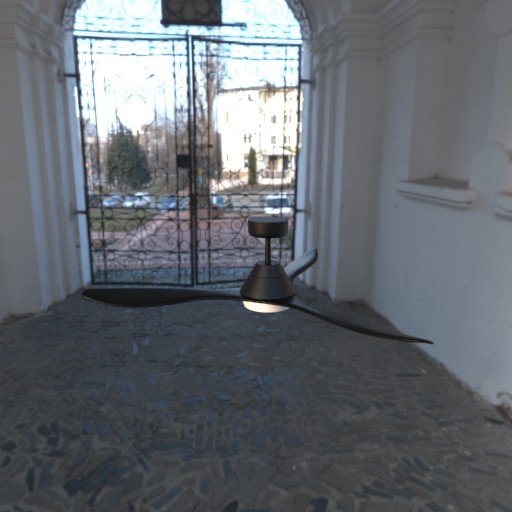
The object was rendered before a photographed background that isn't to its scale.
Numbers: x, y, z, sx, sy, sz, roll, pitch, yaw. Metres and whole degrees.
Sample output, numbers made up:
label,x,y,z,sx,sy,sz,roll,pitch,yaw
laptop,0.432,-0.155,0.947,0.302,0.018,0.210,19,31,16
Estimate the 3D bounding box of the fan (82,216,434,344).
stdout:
label,x,y,z,sx,sy,sz,roll,pitch,yaw
fan,0.000,0.000,1.652,1.067,0.305,1.067,2,13,10
